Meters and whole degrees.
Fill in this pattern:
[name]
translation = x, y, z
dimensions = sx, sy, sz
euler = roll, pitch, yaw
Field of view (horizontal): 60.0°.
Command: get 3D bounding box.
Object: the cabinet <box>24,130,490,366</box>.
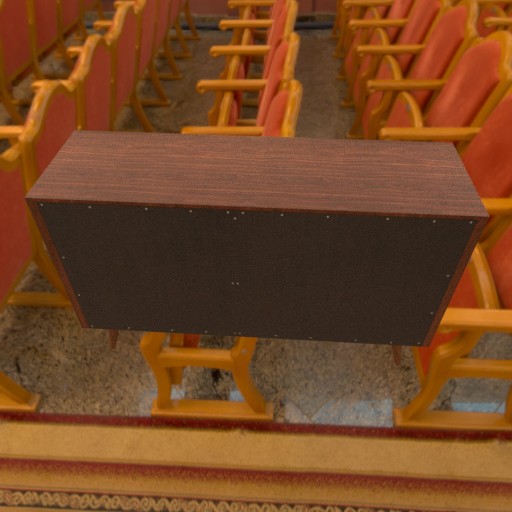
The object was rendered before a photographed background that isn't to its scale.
[cabinet]
translation = 0.000, 0.000, 2.004
dimensions = 1.575, 0.940, 0.505
euler = 3, 44, 3
